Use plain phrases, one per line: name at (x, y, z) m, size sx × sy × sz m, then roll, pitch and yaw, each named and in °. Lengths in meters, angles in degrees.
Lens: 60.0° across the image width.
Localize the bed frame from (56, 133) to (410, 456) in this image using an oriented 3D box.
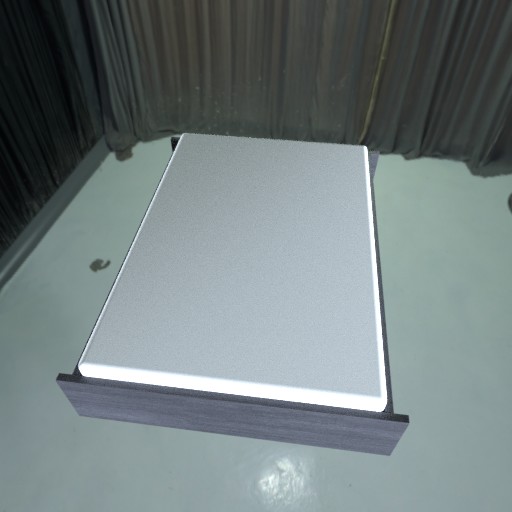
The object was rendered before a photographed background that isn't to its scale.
bed frame at (0.000, 0.000, 2.608) m, size 1.490 × 0.432 × 1.950 m, roll 5°, pitch 47°, yaw 5°
